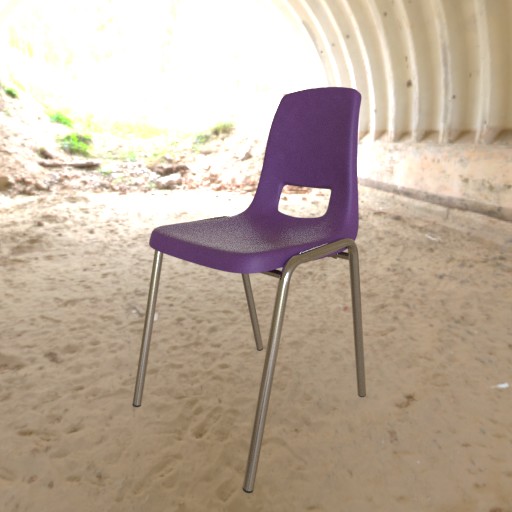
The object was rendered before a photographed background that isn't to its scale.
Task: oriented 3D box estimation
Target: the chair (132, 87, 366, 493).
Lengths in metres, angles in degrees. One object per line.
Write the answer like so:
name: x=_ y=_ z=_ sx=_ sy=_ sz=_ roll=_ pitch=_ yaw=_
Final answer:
chair: x=0.000 y=0.000 z=0.946 sx=0.381 sy=0.704 sz=0.432 roll=14 pitch=21 yaw=42
